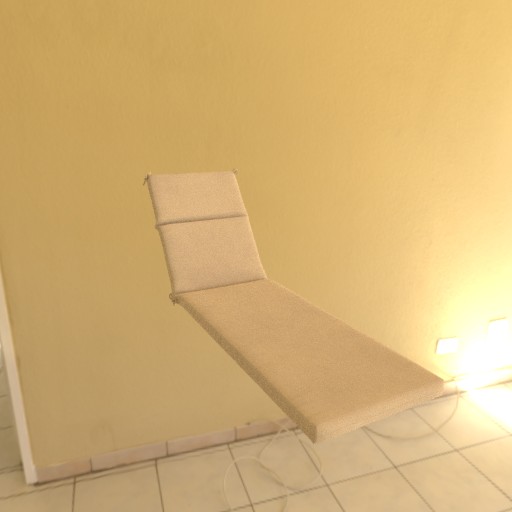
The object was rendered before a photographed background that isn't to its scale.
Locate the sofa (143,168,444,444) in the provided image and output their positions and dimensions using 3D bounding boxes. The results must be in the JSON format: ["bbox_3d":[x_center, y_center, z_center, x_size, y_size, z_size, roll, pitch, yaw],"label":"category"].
[{"bbox_3d":[0.000,0.000,1.949,0.582,0.622,1.663,-8,18,-27],"label":"sofa"}]
